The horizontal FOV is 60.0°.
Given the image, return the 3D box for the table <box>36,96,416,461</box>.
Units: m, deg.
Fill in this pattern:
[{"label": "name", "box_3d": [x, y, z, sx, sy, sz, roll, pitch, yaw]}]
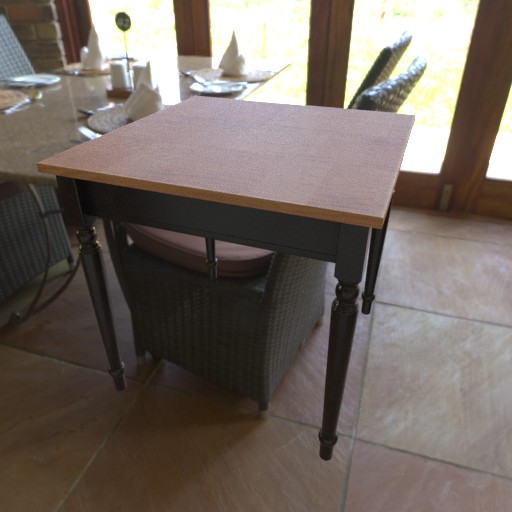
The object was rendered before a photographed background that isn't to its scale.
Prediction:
[{"label": "table", "box_3d": [0.000, 0.000, 1.346, 0.747, 0.738, 0.747, 11, 33, 18]}]
